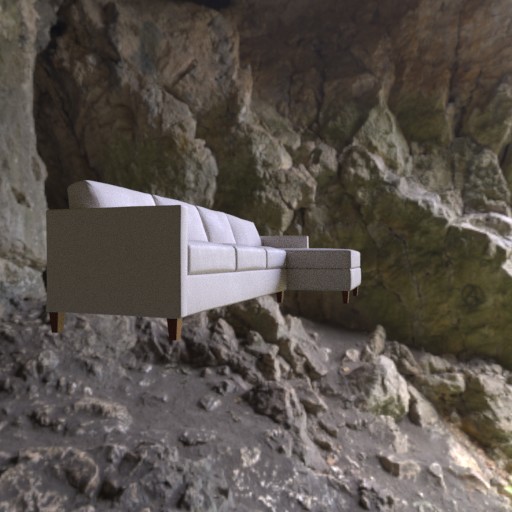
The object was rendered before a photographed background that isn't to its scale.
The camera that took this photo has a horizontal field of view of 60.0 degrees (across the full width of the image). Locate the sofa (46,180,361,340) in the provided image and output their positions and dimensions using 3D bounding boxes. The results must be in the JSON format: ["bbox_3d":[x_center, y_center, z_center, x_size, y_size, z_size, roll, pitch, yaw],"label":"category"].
[{"bbox_3d":[0.000,0.000,4.065,1.599,0.954,3.471,0,0,18],"label":"sofa"}]
